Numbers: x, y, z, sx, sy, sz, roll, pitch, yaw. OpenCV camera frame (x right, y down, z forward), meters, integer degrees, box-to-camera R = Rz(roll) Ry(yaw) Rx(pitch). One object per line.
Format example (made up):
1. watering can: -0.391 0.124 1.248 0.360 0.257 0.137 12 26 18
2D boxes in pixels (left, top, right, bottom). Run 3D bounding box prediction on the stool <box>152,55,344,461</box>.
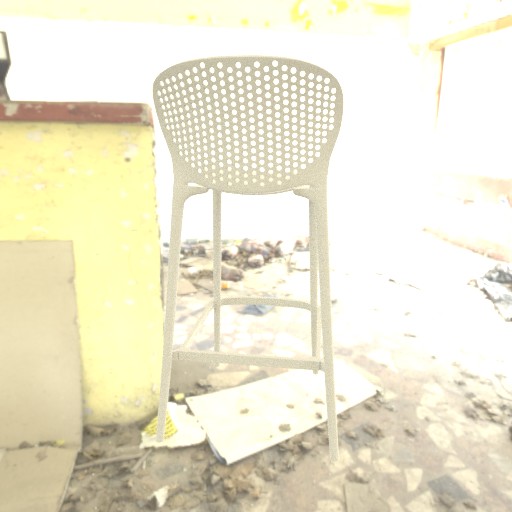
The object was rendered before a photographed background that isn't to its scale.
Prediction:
1. stool: 0.000 0.000 1.345 0.536 1.045 0.535 2 16 8
